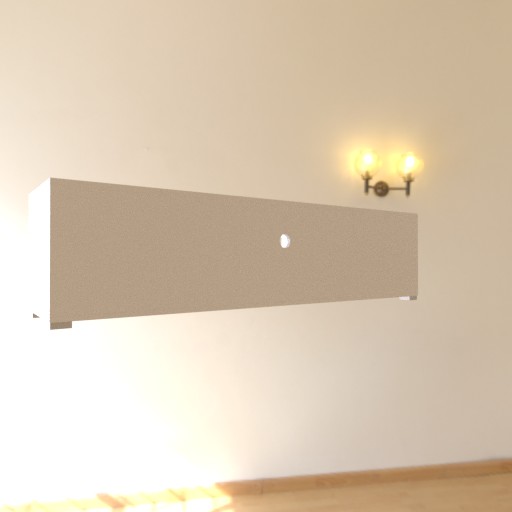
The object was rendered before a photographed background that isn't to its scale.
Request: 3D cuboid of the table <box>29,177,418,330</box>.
[{"bbox_3d":[0.000,0.000,1.848,1.650,0.420,0.390,0,-1,-35],"label":"table"}]
